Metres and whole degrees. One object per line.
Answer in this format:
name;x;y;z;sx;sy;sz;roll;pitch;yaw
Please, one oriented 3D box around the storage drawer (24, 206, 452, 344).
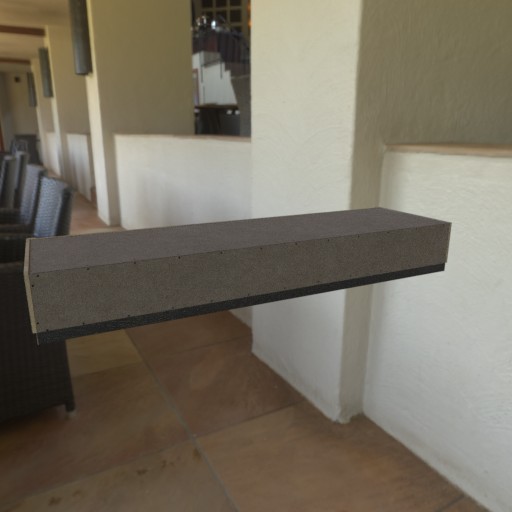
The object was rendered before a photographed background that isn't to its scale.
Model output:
storage drawer;0.000;0.000;2.262;2.072;0.274;0.591;-7;17;-25
